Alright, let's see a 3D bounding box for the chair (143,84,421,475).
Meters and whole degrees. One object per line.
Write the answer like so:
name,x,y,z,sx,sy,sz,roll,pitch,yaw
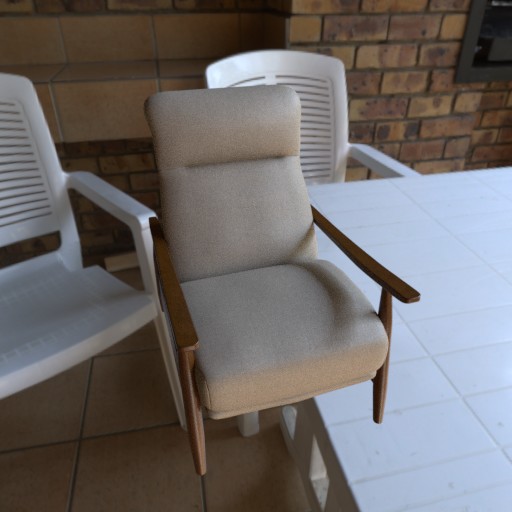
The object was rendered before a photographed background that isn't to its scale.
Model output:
chair,0.000,0.000,1.736,0.762,1.082,1.030,-9,33,-15
